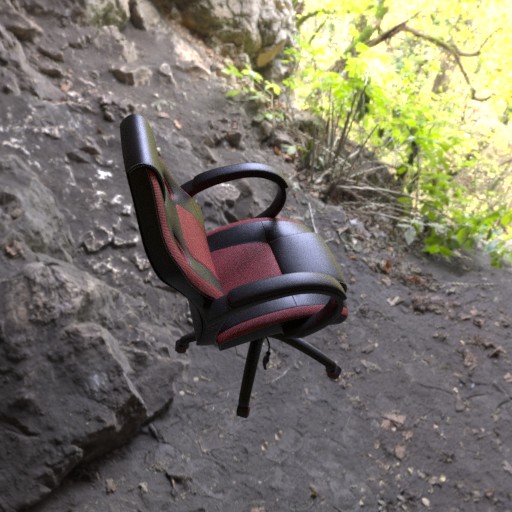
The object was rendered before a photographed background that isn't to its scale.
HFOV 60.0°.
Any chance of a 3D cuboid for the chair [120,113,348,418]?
[{"bbox_3d":[0.000,0.000,1.717,0.783,1.189,0.750,-11,48,-10],"label":"chair"}]
